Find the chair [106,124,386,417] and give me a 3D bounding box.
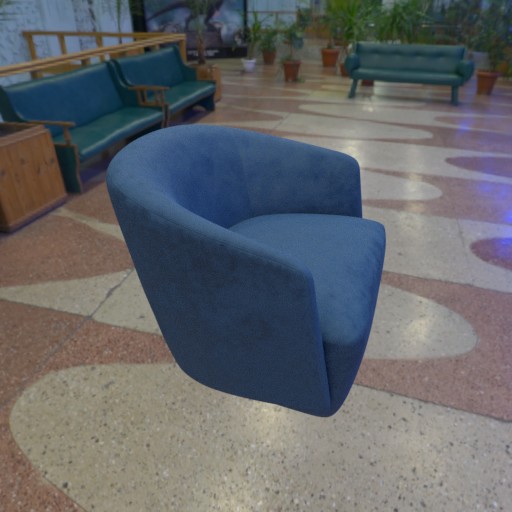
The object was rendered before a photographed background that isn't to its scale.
[{"bbox_3d":[0.000,0.000,1.393,0.767,0.698,0.773,10,32,16],"label":"chair"}]
